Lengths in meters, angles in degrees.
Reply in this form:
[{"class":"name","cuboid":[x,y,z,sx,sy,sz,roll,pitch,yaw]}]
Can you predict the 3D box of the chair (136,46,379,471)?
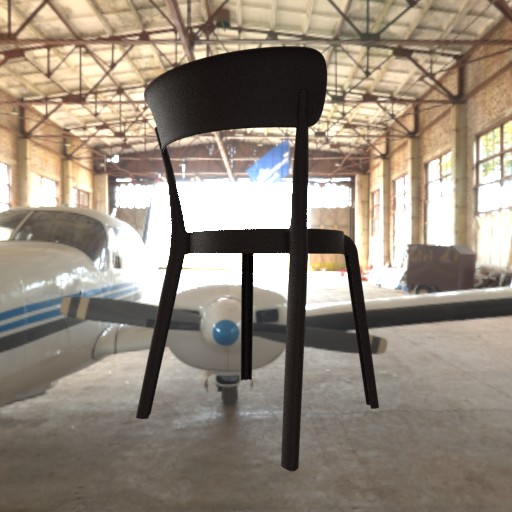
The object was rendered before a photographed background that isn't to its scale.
[{"class":"chair","cuboid":[0.000,0.000,1.097,0.506,0.790,0.491,0,0,37]}]
